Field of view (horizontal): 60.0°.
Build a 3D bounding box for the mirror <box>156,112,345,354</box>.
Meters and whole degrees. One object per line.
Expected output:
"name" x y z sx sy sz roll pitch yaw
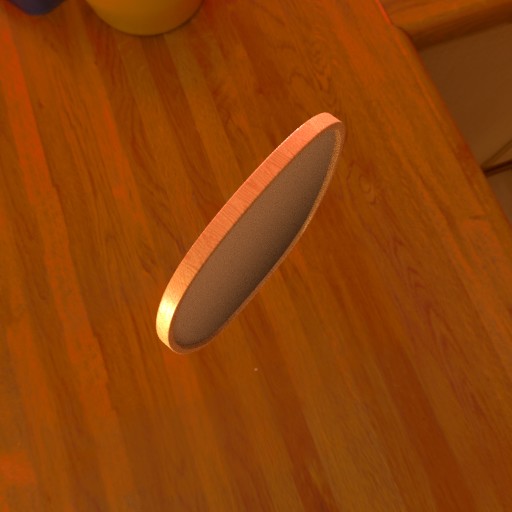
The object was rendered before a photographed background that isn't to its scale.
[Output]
"mirror" 0.000 0.000 1.337 0.037 1.075 0.724 39 79 9
